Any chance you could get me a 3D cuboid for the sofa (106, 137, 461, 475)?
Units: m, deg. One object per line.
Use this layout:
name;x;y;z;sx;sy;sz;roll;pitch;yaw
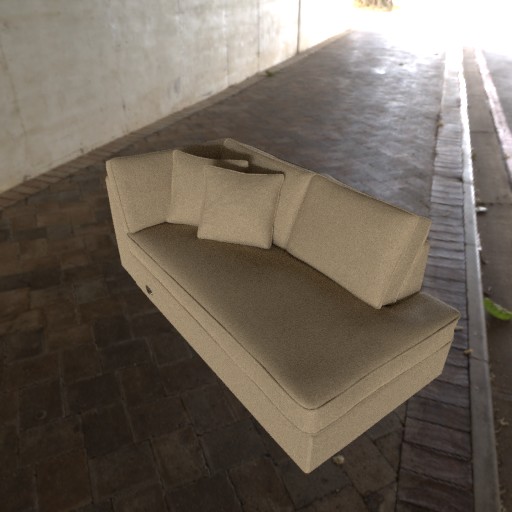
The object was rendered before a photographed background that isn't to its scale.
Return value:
sofa;0.000;0.000;2.810;1.110;1.033;2.237;-21;38;-30
